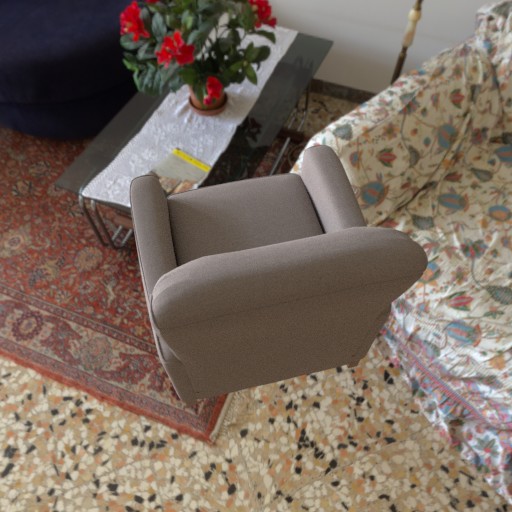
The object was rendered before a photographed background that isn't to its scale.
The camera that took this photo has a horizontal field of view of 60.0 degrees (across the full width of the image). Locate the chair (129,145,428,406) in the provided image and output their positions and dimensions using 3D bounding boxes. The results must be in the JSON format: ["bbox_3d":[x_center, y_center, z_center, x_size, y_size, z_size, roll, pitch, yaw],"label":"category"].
[{"bbox_3d":[0.000,0.000,1.646,0.845,1.023,0.859,-12,58,-7],"label":"chair"}]
